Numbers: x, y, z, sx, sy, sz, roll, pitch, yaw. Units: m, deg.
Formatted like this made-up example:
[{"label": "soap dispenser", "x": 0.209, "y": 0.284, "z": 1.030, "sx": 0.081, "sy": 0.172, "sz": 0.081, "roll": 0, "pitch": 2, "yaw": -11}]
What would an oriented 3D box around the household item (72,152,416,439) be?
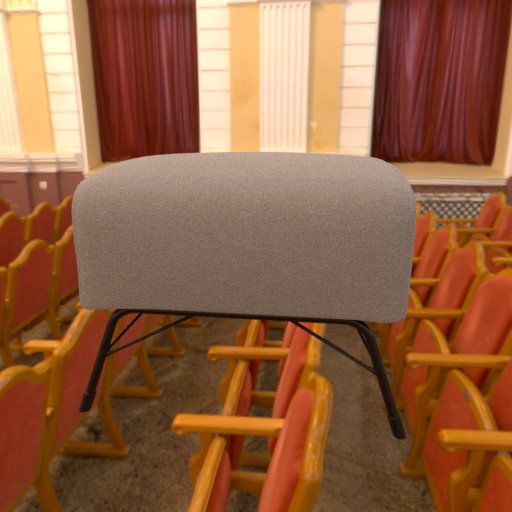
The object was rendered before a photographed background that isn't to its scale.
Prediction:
[{"label": "household item", "x": 0.000, "y": 0.000, "z": 0.900, "sx": 0.530, "sy": 0.410, "sz": 0.530, "roll": 2, "pitch": 16, "yaw": 7}]
